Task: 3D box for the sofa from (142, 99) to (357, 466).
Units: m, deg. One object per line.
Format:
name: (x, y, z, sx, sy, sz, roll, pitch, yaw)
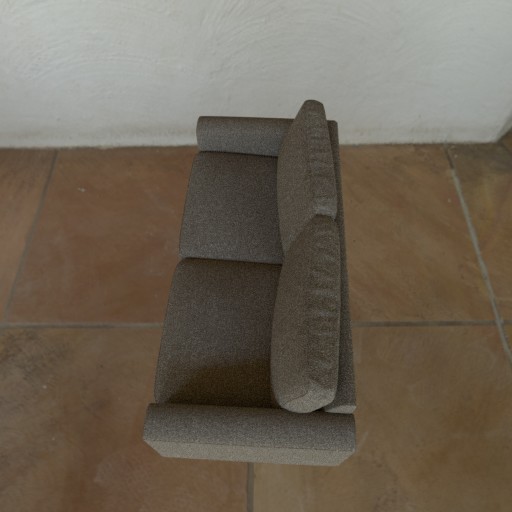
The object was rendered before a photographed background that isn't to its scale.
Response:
sofa: (0.000, 0.000, 2.676, 1.016, 0.873, 2.179, 2, 58, 2)
